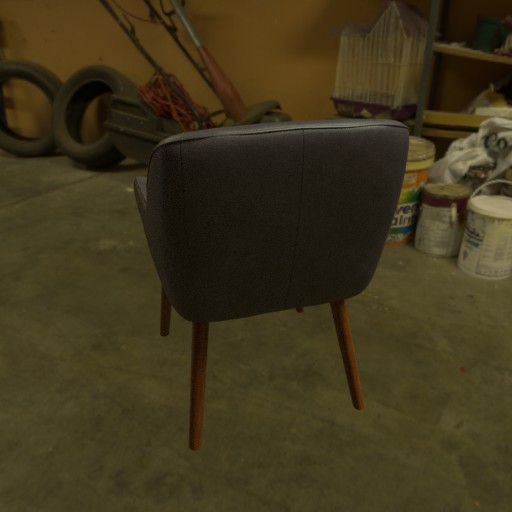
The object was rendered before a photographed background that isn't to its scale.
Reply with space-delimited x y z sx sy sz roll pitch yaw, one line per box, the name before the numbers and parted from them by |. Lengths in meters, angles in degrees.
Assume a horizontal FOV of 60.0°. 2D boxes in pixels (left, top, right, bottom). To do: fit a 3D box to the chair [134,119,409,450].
chair | 0.000 0.000 1.252 0.610 0.828 0.610 -8 28 -15
